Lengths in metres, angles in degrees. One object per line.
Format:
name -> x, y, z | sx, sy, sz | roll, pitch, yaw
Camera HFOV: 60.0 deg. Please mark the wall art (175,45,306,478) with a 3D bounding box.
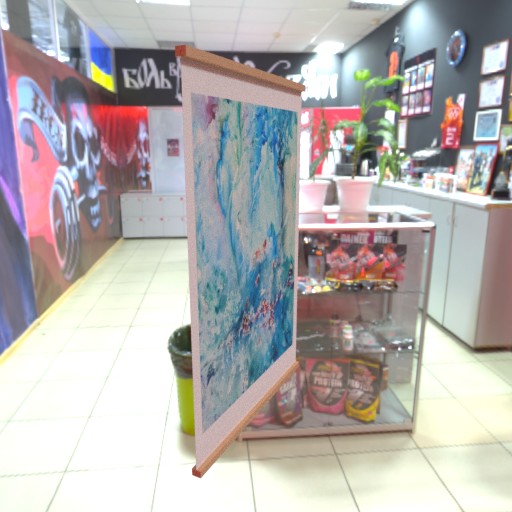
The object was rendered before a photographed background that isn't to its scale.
wall art -> 0.000, 0.000, 1.931 | 0.040, 1.510, 0.991 | 7, 15, 26
